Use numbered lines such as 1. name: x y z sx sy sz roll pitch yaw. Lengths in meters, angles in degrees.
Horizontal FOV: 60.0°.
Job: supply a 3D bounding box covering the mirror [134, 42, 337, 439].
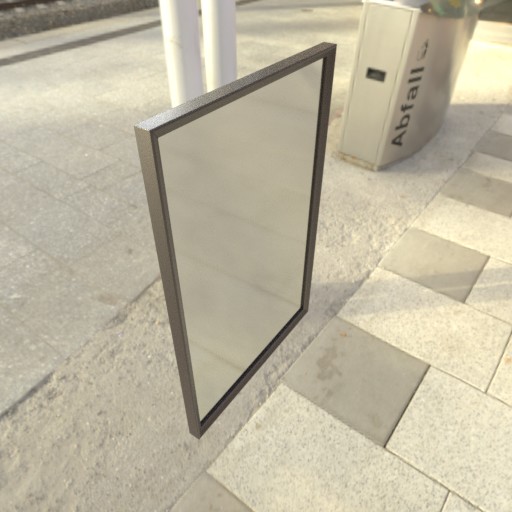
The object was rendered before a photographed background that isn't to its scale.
1. mirror: 0.000 0.000 1.160 0.041 0.915 0.609 24 45 27
